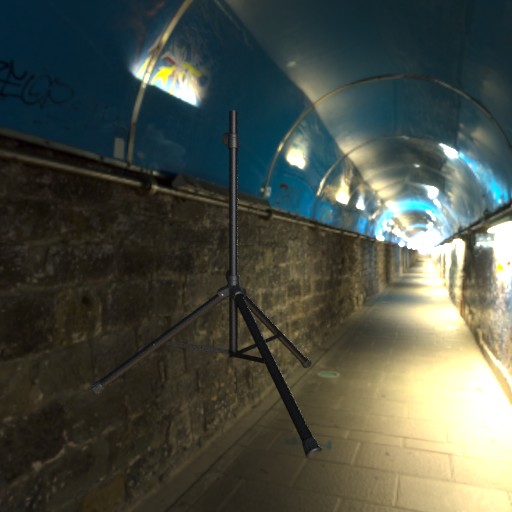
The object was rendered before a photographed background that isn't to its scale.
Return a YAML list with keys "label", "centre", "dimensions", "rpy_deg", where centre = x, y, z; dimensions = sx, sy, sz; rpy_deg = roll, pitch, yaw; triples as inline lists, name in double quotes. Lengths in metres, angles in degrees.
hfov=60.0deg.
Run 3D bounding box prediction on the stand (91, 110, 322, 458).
- label: "stand"
  centre: [0.000, 0.000, 1.870]
  dimensions: [1.045, 1.136, 0.907]
  rpy_deg: [1, 1, 37]
